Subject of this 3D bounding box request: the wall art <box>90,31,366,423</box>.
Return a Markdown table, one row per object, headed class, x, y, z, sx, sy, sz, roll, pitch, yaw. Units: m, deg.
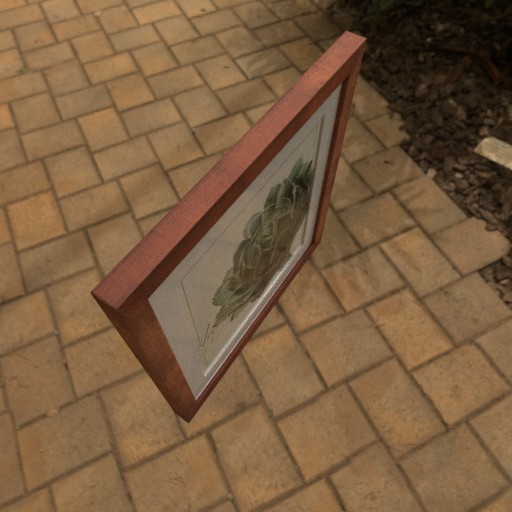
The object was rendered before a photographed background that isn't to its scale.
| class | x | y | z | sx | sy | sz | roll | pitch | yaw |
| --- | --- | --- | --- | --- | --- | --- | --- | --- | --- |
| wall art | 0.000 | 0.000 | 0.814 | 0.037 | 0.572 | 0.554 | 30 | 63 | 17 |
